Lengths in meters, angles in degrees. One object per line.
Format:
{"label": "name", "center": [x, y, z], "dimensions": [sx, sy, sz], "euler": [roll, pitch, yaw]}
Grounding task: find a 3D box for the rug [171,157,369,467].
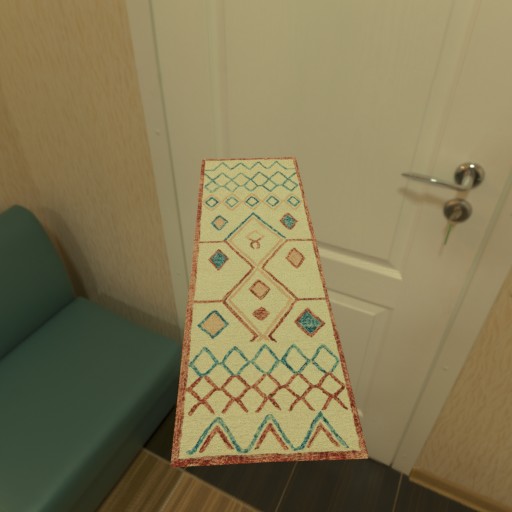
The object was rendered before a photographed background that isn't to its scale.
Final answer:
{"label": "rug", "center": [0.000, 0.000, 2.605], "dimensions": [0.750, 0.011, 2.435], "euler": [-2, 40, -2]}
